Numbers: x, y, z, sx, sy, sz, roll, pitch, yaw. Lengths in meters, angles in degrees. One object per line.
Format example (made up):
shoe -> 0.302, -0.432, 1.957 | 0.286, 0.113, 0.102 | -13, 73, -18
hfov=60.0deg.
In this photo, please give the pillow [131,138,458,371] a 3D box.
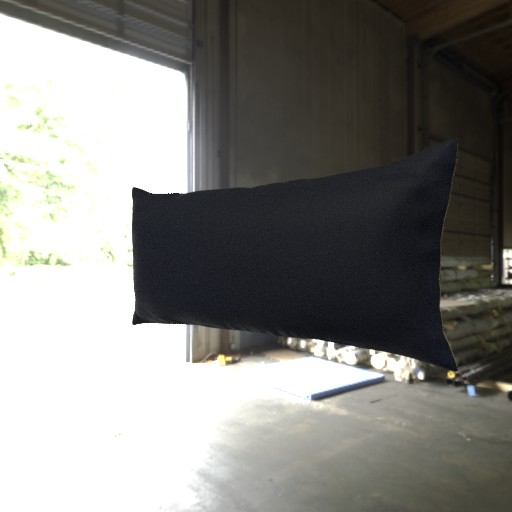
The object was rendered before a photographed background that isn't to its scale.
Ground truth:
pillow -> 0.000, 0.000, 0.721 | 0.610, 0.287, 0.151 | 0, 0, 35
